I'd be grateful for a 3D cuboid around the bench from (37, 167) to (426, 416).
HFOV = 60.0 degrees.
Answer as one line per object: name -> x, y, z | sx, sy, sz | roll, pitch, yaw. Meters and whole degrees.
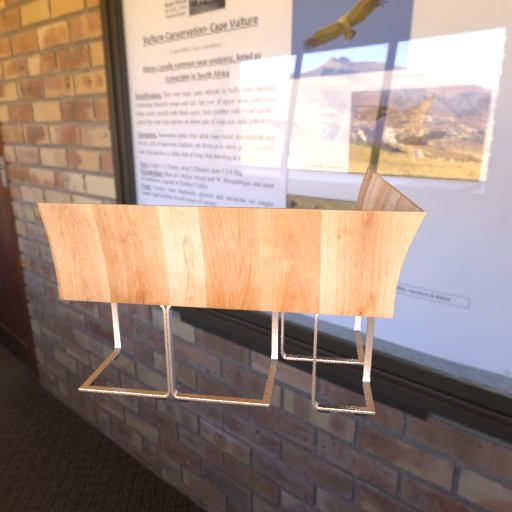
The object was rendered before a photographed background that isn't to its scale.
bench -> 0.000, 0.000, 2.723 | 1.495, 0.930, 1.945 | 2, 16, 8
